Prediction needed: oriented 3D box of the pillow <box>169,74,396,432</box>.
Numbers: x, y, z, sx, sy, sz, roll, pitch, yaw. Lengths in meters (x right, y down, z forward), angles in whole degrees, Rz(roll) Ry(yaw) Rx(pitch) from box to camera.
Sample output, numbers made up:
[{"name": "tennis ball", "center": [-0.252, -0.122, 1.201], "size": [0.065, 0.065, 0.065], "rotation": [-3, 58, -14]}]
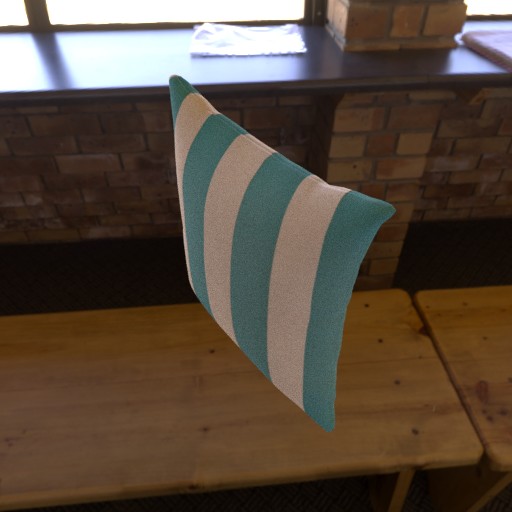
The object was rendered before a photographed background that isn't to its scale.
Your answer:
[{"name": "pillow", "center": [0.000, 0.000, 0.824], "size": [0.189, 0.526, 0.536], "rotation": [-26, 47, -27]}]
